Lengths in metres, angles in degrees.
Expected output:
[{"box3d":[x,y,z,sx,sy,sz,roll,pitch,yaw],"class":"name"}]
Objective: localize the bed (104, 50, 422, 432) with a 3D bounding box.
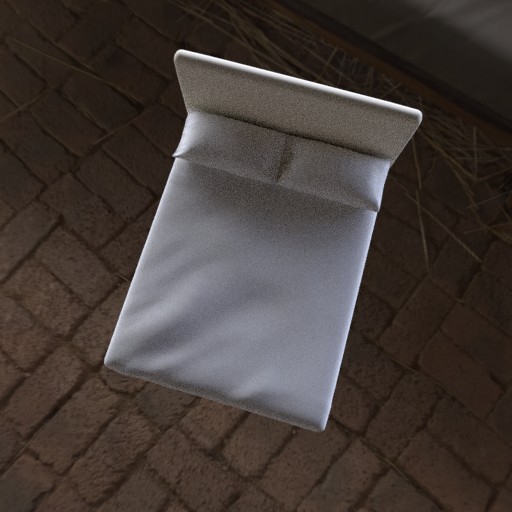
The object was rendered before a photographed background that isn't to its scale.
[{"box3d":[0.000,0.000,3.249,1.714,1.330,2.147,16,78,4],"class":"bed"}]
